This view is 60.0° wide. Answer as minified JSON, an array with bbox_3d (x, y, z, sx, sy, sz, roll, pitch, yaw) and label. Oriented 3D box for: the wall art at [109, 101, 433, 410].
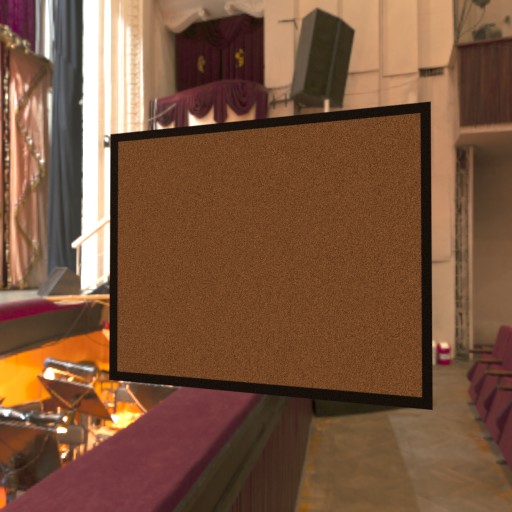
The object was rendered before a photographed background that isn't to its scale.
[{"bbox_3d":[0.000,0.000,0.539,0.397,0.325,0.028,0,-1,18],"label":"wall art"}]
